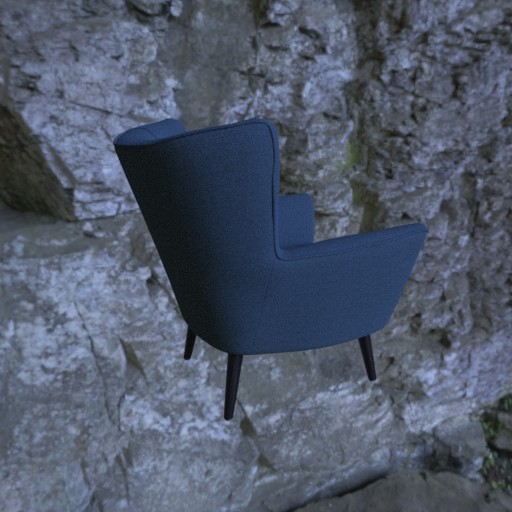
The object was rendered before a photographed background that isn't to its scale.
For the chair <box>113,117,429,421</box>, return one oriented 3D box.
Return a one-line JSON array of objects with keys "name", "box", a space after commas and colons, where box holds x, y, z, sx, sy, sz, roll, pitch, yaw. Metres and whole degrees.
[{"name": "chair", "box": [0.000, 0.000, 1.568, 0.888, 0.933, 0.781, -8, 19, -25]}]
